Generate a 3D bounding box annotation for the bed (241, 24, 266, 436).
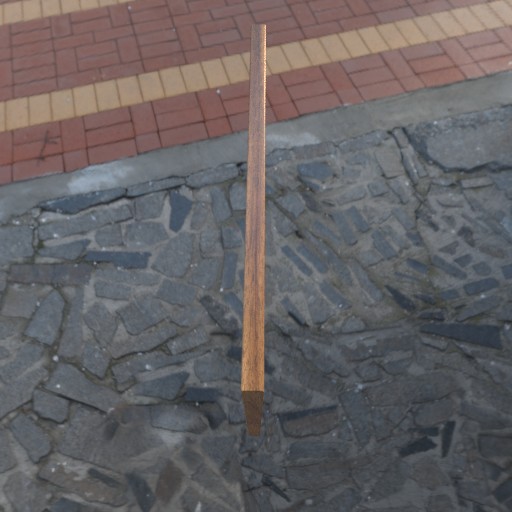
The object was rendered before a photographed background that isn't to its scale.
[{"bbox_3d":[0.000,0.000,1.478,0.043,0.940,1.041,1,63,0],"label":"bed"}]
